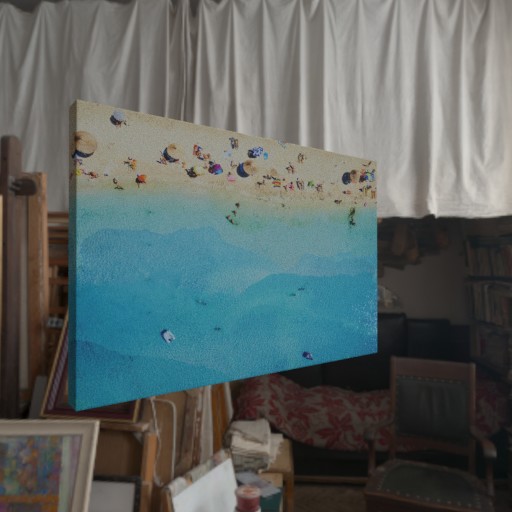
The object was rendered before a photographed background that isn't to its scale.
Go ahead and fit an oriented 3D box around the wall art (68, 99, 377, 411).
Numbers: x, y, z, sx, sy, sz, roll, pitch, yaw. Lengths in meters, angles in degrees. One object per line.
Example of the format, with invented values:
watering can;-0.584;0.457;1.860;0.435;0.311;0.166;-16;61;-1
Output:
wall art;0.000;0.000;0.771;0.609;0.406;0.039;0;-1;-36
